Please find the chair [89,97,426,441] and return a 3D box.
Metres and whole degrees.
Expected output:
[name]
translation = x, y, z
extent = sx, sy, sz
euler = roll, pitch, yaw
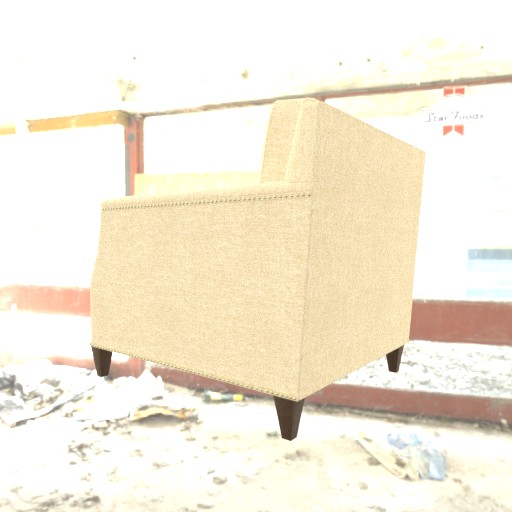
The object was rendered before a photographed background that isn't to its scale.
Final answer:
[chair]
translation = 0.000, 0.000, 1.738
extent = 1.041, 0.940, 0.838
euler = 2, 3, 38
